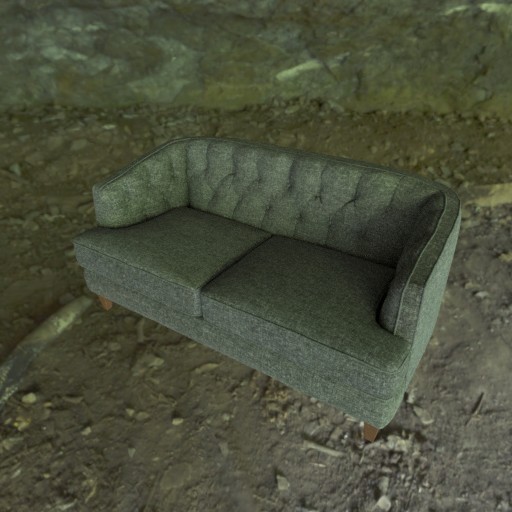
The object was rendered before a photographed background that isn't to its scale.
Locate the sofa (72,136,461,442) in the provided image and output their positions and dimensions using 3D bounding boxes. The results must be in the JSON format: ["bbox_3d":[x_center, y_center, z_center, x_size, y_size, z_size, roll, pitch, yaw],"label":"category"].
[{"bbox_3d":[0.000,0.000,2.216,1.733,0.855,0.941,18,35,28],"label":"sofa"}]
